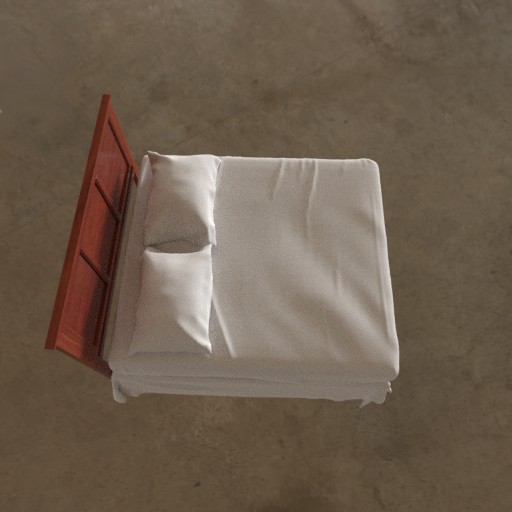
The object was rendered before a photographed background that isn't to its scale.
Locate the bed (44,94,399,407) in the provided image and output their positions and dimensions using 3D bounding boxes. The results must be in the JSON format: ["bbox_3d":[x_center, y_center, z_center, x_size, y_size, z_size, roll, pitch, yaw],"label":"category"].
[{"bbox_3d":[0.000,0.000,3.076,2.050,1.270,1.870,2,65,1],"label":"bed"}]
